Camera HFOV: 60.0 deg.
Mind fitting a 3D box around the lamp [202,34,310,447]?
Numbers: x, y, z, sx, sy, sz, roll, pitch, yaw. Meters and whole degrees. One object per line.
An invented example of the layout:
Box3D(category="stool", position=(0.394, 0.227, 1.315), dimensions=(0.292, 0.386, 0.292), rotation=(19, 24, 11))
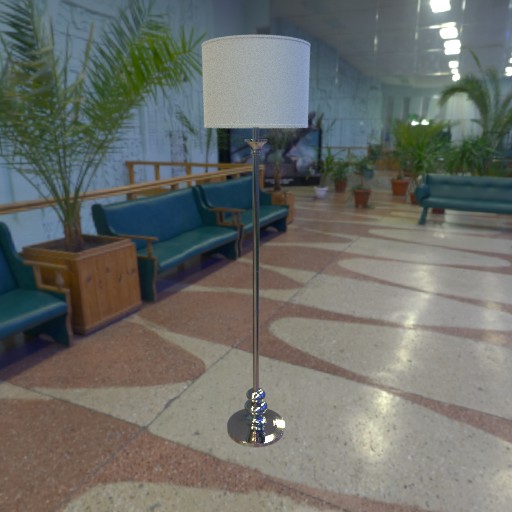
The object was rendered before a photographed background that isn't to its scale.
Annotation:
Box3D(category="lamp", position=(0.000, 0.000, 1.652), dimensions=(0.356, 1.487, 0.356), rotation=(8, 17, 27))
